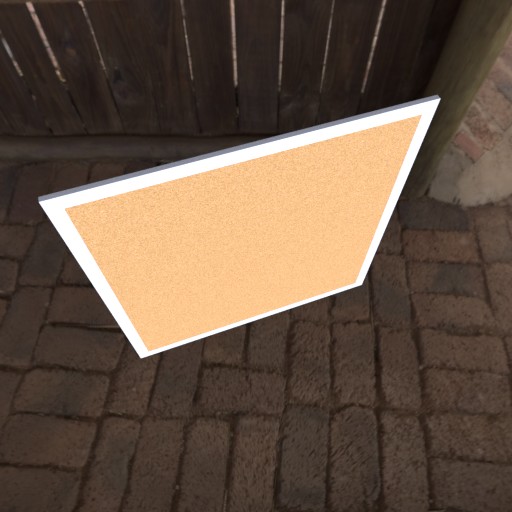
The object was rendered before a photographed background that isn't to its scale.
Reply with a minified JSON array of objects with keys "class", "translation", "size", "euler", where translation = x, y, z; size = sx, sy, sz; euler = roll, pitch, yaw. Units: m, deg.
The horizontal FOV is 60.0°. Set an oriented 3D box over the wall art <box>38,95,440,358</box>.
[{"class":"wall art","translation":[0.000,0.000,0.822],"size":[0.558,0.559,0.009],"euler":[-17,59,-10]}]
